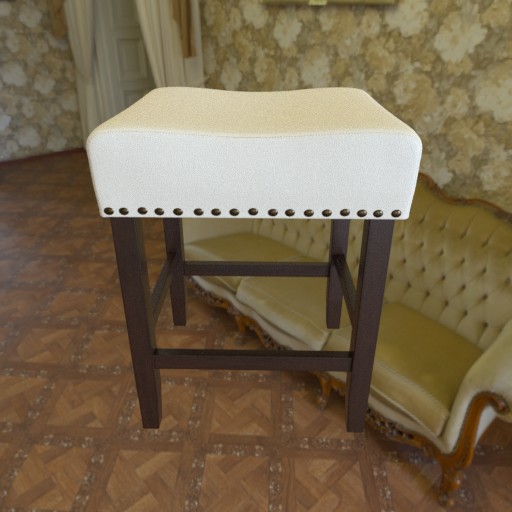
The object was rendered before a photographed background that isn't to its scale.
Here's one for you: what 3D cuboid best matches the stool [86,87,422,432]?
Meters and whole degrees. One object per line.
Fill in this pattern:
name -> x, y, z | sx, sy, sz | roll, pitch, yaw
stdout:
stool -> 0.000, 0.000, 0.913 | 0.471, 0.609, 0.401 | 1, 29, 1
